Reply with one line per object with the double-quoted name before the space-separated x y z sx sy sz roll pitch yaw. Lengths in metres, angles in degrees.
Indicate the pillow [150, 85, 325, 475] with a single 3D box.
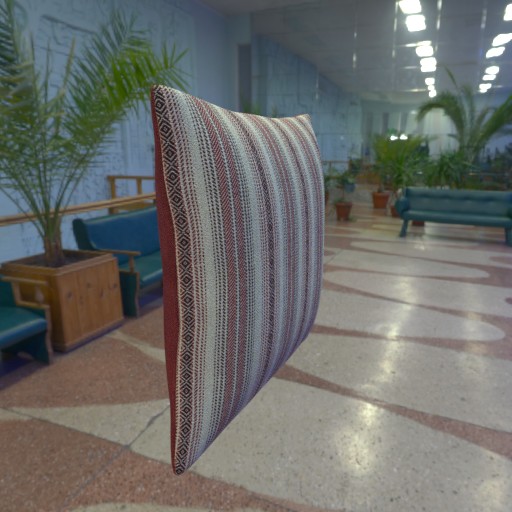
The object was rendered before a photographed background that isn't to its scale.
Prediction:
"pillow" 0.000 0.000 0.760 0.166 0.497 0.513 7 15 25
